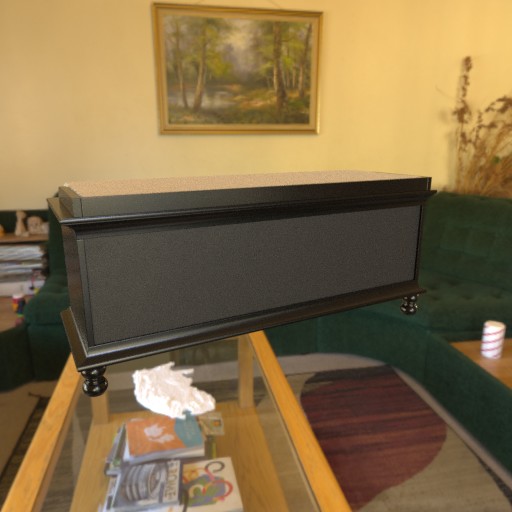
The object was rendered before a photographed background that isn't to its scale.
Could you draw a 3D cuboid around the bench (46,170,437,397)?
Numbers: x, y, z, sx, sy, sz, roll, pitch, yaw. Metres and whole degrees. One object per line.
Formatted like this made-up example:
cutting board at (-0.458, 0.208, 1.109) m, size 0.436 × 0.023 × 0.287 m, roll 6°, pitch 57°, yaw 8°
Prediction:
bench at (0.000, 0.000, 1.455) m, size 1.185 × 0.501 × 0.402 m, roll -8°, pitch 17°, yaw -27°
